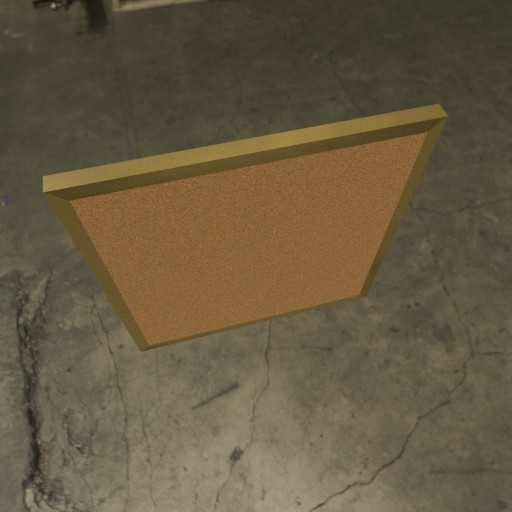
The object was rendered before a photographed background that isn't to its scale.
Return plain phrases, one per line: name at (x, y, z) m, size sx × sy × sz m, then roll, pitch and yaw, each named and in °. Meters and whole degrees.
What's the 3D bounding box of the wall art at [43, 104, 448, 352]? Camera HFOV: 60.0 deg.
wall art at (0.000, 0.000, 1.140) m, size 0.762 × 0.762 × 0.038 m, roll -12°, pitch 58°, yaw -8°
